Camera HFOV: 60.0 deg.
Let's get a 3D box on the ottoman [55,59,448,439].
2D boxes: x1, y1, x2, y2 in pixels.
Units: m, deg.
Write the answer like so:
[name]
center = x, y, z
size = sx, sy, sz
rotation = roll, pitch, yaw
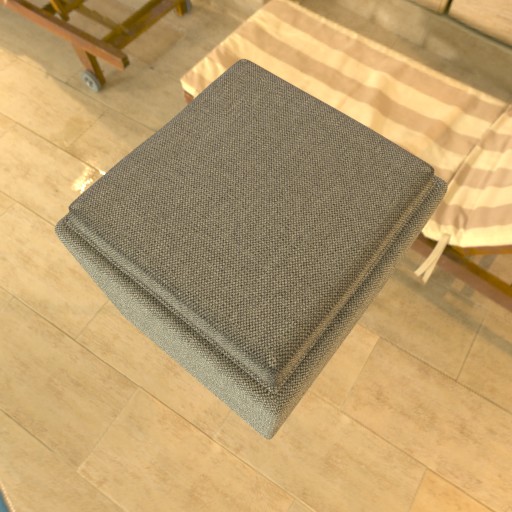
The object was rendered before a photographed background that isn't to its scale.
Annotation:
[ottoman]
center = 0.000, 0.000, 0.840
size = 0.436, 0.487, 0.454
rotation = 36, 69, 16
